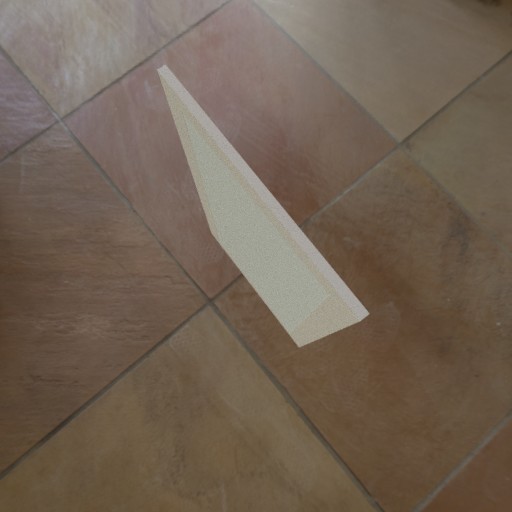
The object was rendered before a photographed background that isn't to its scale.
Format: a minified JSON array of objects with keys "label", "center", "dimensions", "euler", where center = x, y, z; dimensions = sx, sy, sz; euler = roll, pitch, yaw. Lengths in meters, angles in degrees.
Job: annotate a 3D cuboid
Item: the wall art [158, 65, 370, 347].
[{"label":"wall art","center":[0.000,0.000,0.833],"dimensions":[0.013,0.683,0.380],"euler":[-36,79,-8]}]
